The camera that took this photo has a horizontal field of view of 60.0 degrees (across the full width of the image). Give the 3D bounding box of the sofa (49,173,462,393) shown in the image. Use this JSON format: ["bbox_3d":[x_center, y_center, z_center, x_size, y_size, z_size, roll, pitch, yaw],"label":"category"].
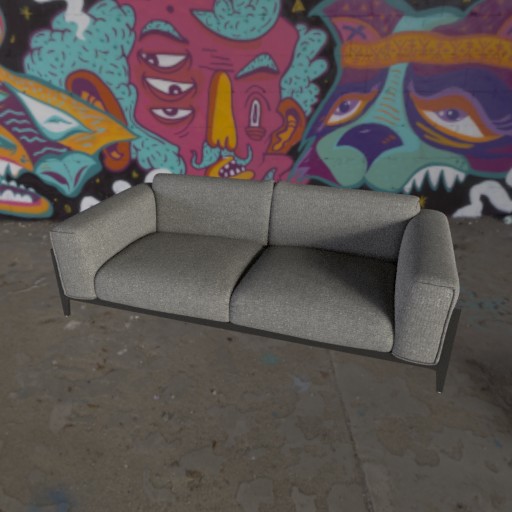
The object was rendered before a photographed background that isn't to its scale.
[{"bbox_3d":[0.000,0.000,2.609,2.125,0.703,0.985,8,26,16],"label":"sofa"}]
